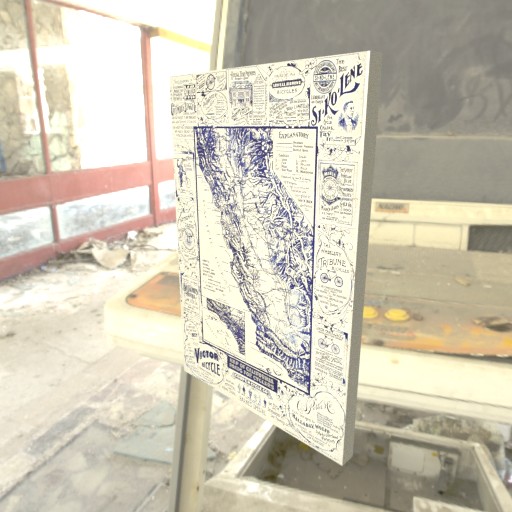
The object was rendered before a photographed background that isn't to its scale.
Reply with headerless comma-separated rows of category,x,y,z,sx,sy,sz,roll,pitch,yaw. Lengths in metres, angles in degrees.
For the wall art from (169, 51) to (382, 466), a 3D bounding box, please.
wall art,0.000,0.000,0.952,0.511,0.753,0.039,15,22,42
